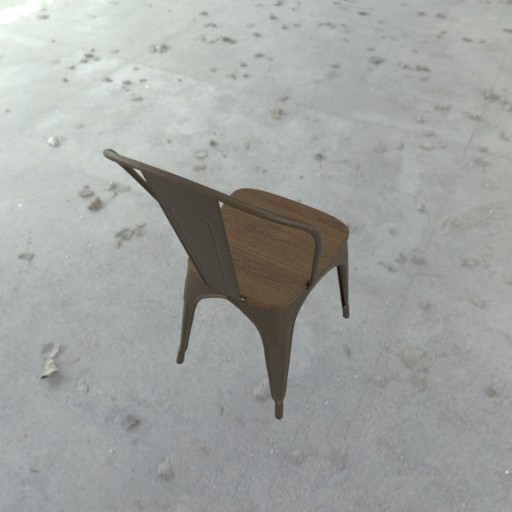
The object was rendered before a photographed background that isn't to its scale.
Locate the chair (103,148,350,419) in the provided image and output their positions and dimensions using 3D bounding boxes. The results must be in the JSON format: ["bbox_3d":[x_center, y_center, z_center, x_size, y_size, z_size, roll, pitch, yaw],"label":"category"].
[{"bbox_3d":[0.000,0.000,1.153,0.451,0.844,0.532,23,51,20],"label":"chair"}]
